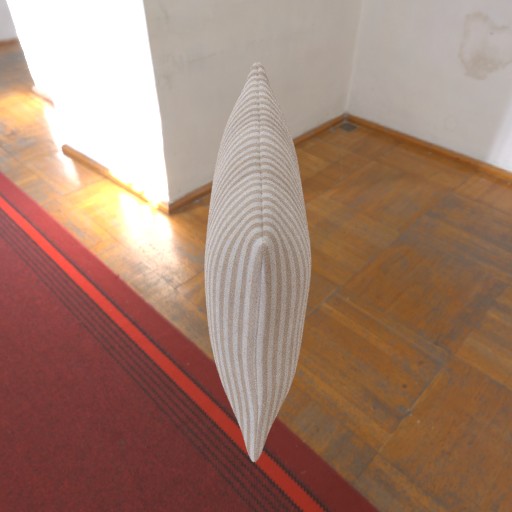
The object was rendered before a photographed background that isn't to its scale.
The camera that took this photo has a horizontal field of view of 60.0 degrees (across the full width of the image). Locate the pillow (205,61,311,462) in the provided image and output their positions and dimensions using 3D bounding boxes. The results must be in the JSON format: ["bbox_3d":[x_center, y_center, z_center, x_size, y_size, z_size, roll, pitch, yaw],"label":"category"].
[{"bbox_3d":[0.000,0.000,0.795,0.166,0.510,0.523,0,42,0],"label":"pillow"}]
